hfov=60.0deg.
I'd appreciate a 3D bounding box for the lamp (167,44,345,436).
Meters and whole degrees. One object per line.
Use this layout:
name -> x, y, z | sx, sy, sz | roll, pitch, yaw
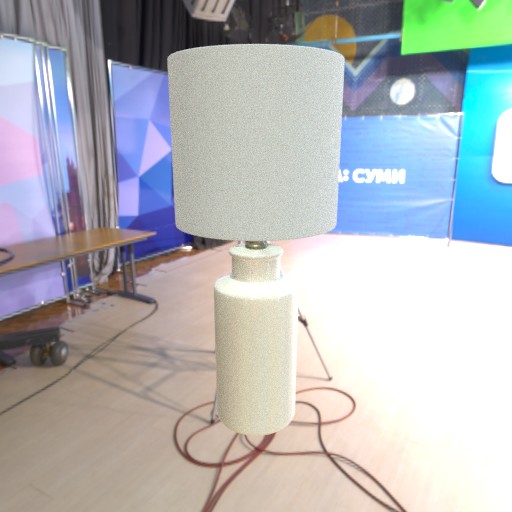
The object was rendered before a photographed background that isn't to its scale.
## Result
lamp -> 0.000, 0.000, 0.605 | 0.212, 0.493, 0.212 | -2, 16, -8
